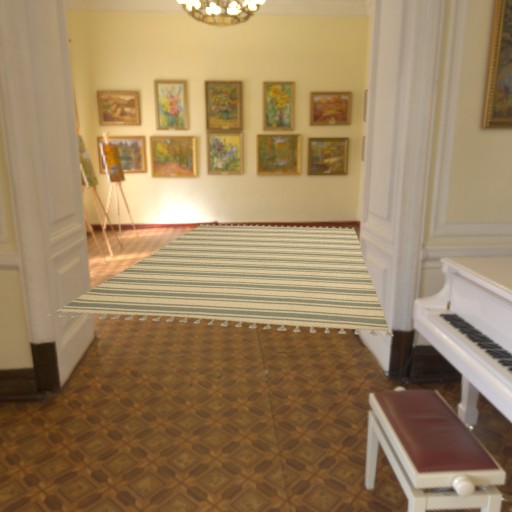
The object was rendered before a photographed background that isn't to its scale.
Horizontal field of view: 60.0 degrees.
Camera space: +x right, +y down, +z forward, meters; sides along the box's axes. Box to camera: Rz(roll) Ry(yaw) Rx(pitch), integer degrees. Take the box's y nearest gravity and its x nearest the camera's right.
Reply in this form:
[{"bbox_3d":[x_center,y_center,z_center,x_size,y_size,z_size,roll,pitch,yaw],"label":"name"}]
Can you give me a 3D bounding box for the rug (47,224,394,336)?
[{"bbox_3d":[0.000,0.000,2.512,1.222,0.009,2.084,2,14,9],"label":"rug"}]
